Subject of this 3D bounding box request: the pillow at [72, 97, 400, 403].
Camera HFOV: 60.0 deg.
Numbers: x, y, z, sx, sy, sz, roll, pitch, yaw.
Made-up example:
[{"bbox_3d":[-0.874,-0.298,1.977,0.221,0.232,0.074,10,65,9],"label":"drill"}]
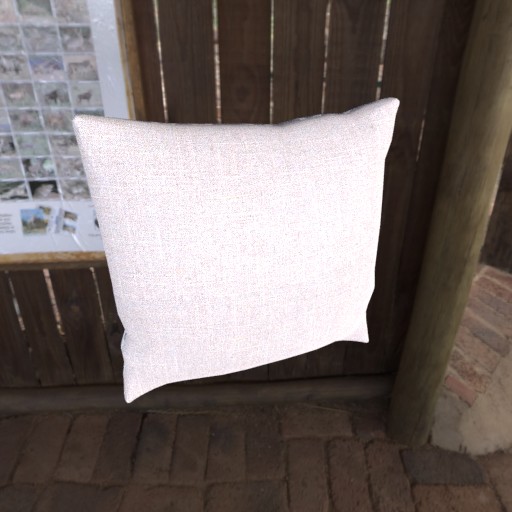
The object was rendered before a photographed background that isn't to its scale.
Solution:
[{"bbox_3d":[0.000,0.000,0.761,0.508,0.498,0.215,-10,28,-19],"label":"pillow"}]
